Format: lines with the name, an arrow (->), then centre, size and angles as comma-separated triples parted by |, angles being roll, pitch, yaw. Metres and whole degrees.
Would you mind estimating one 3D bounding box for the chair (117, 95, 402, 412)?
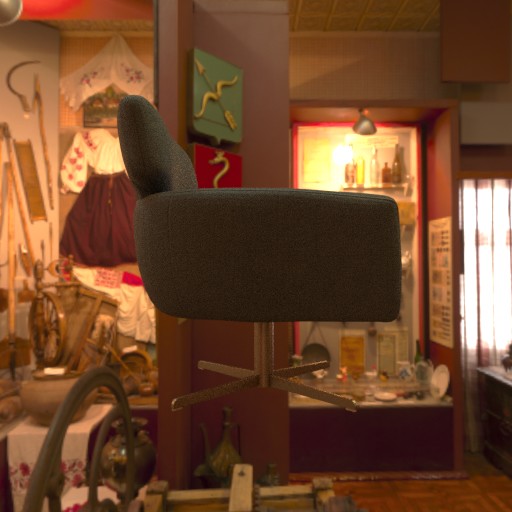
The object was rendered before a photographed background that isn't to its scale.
chair -> 0.000, 0.000, 1.391 | 0.761, 0.813, 0.738 | 0, -1, 1
